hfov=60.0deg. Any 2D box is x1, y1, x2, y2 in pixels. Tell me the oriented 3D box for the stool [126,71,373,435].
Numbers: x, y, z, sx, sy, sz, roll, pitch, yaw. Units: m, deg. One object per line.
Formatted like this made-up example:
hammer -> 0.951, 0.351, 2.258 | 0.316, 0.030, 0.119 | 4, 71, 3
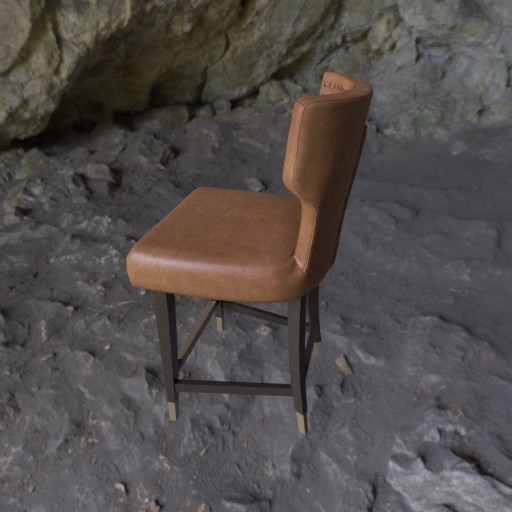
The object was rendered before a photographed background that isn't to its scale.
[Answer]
stool -> 0.000, 0.000, 1.319 | 0.563, 0.982, 0.526 | 7, 29, 13
